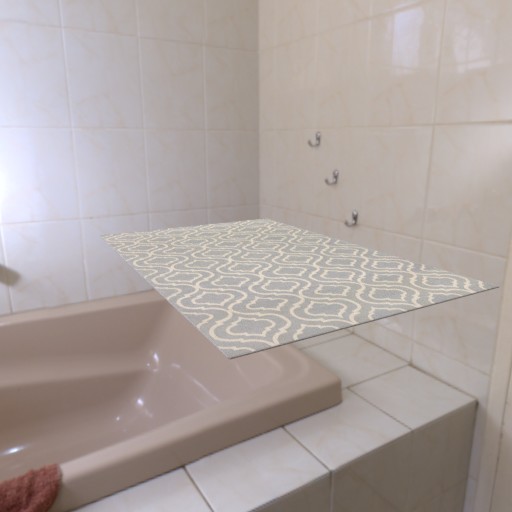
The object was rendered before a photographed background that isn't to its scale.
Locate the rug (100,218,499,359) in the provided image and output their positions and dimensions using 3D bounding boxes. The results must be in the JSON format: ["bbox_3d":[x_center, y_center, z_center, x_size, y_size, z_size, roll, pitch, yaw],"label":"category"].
[{"bbox_3d":[0.000,0.000,2.151,1.141,0.015,1.749,-8,17,-28],"label":"rug"}]
